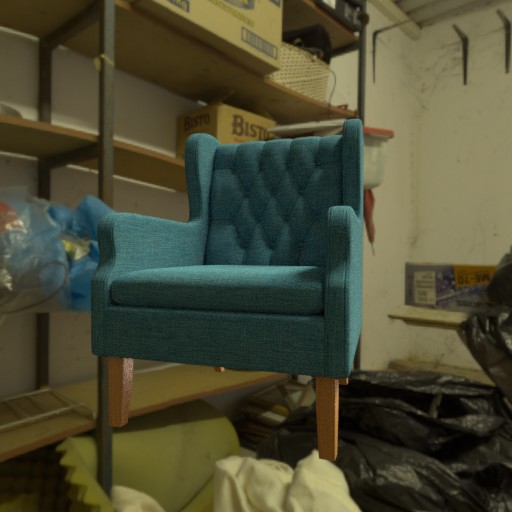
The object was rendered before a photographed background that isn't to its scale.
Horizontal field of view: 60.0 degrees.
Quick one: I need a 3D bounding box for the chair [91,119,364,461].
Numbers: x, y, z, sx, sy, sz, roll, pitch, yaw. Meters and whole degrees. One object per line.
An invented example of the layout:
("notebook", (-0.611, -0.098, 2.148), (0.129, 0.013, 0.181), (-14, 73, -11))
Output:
("chair", (0.000, 0.000, 1.474), (0.711, 0.952, 0.775), (0, 1, 19))
